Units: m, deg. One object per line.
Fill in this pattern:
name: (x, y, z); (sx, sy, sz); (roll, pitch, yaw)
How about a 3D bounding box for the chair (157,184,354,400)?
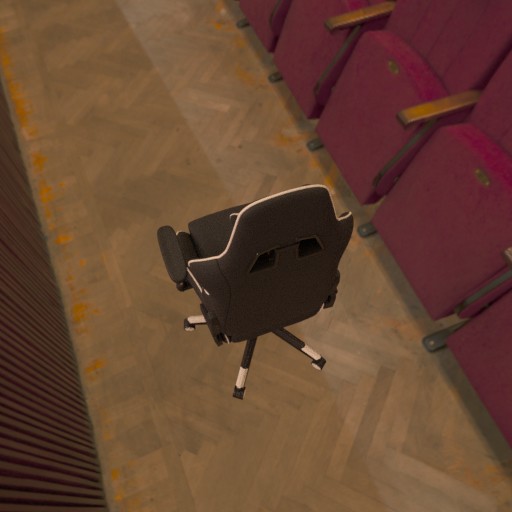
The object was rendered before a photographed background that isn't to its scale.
chair: (0.000, 0.000, 1.673); (0.700, 1.240, 0.700); (-18, 61, -10)
